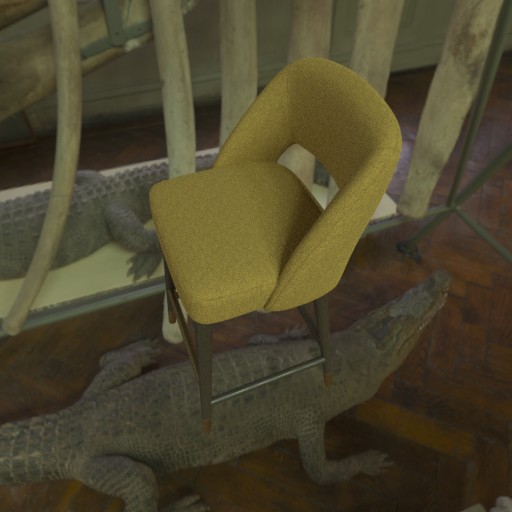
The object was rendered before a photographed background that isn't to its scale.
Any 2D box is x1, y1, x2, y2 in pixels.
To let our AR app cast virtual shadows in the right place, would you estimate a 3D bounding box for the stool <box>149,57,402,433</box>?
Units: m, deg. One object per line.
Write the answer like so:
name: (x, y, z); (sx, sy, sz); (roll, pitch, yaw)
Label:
stool: (0.000, 0.000, 1.239); (0.522, 0.939, 0.536); (-16, 48, -15)
